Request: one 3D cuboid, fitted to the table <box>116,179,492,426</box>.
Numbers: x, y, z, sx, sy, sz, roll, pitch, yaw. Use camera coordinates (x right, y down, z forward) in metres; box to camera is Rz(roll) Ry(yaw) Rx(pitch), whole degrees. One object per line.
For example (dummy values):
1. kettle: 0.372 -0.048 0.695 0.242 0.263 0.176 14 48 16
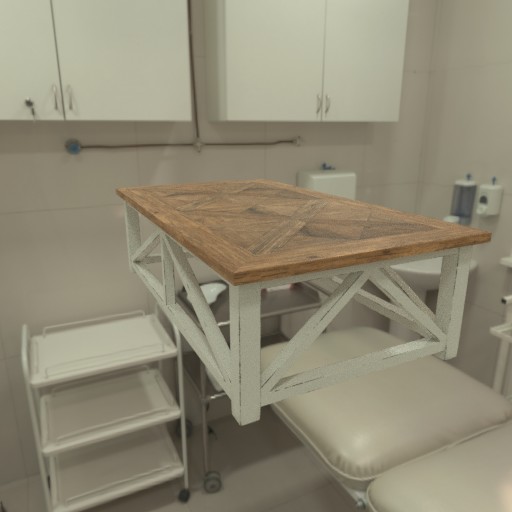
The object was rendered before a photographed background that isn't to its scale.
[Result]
1. table: 0.000 0.000 1.746 0.800 0.410 1.400 -8 19 -25
